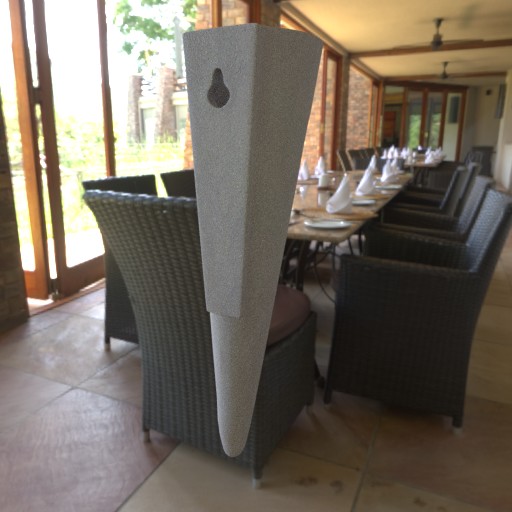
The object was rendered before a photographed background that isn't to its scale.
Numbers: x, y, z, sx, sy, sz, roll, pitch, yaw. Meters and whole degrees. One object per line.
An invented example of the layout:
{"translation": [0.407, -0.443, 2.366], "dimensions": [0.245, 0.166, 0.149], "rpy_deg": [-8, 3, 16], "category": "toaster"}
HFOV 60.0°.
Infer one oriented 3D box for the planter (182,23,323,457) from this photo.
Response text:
{"translation": [0.000, 0.000, 0.294], "dimensions": [0.078, 0.259, 0.087], "rpy_deg": [7, 16, 26], "category": "planter"}
